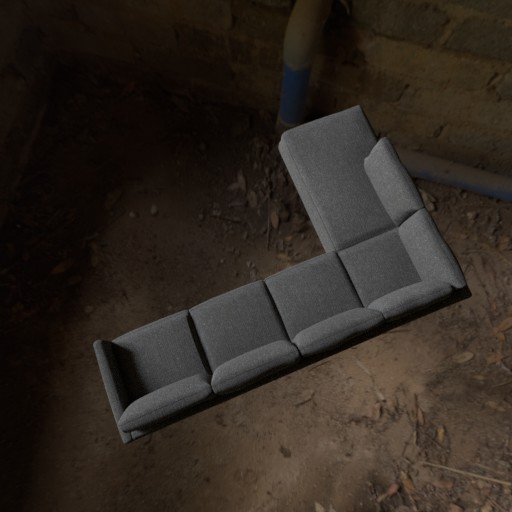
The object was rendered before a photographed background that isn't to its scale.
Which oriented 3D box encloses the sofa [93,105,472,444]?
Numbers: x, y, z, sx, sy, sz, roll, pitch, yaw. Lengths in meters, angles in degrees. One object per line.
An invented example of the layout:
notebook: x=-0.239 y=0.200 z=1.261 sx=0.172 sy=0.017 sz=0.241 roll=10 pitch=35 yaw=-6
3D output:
sofa: x=0.000 y=0.000 z=3.778 sx=2.949 sy=0.815 sz=2.007 roll=-22 pitch=76 yaw=-6
